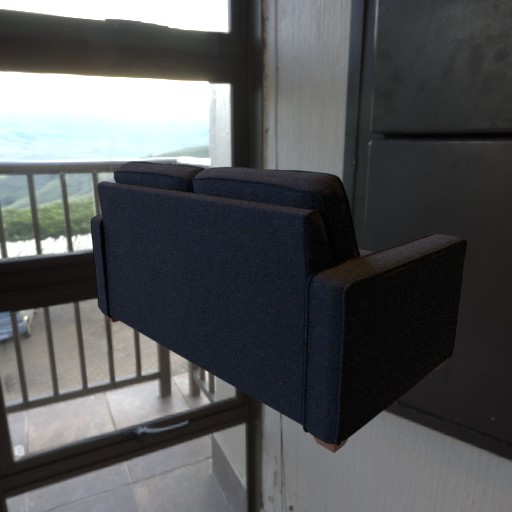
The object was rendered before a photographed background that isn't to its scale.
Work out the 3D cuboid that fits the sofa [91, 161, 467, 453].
[{"bbox_3d":[0.000,0.000,2.218,0.947,0.918,1.709,-14,20,-43],"label":"sofa"}]
